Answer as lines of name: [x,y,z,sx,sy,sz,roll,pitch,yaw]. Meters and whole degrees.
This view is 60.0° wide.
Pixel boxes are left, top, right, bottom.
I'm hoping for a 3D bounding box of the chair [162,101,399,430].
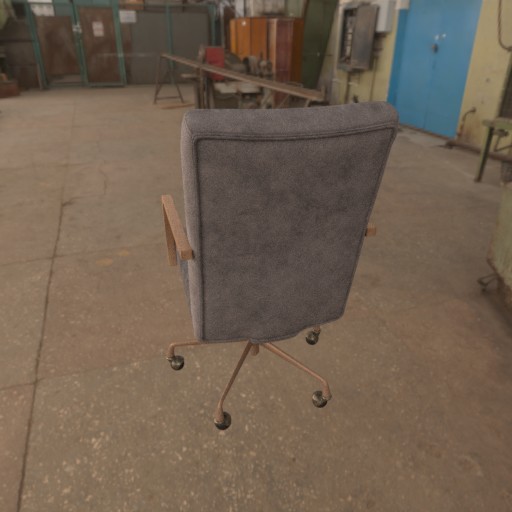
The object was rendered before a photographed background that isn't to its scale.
chair: [0.000,0.000,1.455,0.640,1.029,0.741,-7,28,-14]
